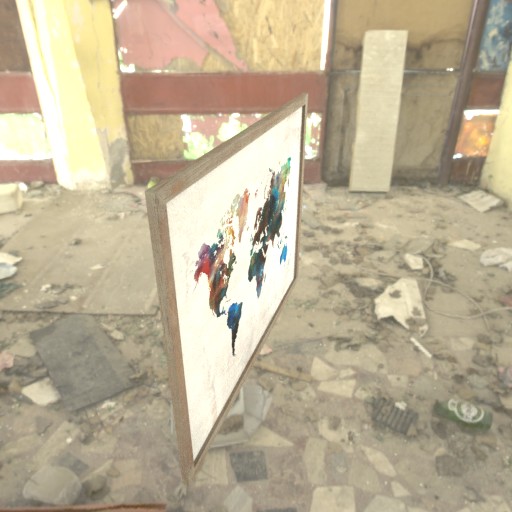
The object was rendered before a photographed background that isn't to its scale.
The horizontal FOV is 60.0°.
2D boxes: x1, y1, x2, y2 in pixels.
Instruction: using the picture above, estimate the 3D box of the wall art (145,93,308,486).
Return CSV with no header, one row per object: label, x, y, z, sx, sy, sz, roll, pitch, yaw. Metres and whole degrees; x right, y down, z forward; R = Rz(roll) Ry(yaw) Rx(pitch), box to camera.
wall art,0.000,0.000,1.328,0.019,0.774,1.012,10,31,17
